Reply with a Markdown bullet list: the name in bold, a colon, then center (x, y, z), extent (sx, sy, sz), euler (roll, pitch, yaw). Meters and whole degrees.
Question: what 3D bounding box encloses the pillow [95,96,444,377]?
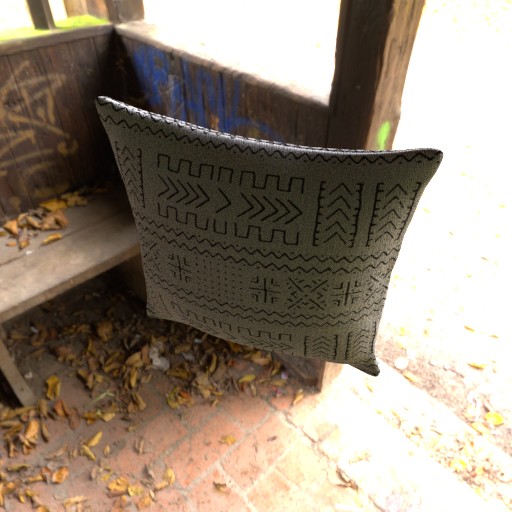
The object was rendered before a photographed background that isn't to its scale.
- **pillow**: center (0.000, 0.000, 0.661), extent (0.438, 0.430, 0.164), euler (12, 43, 14)
